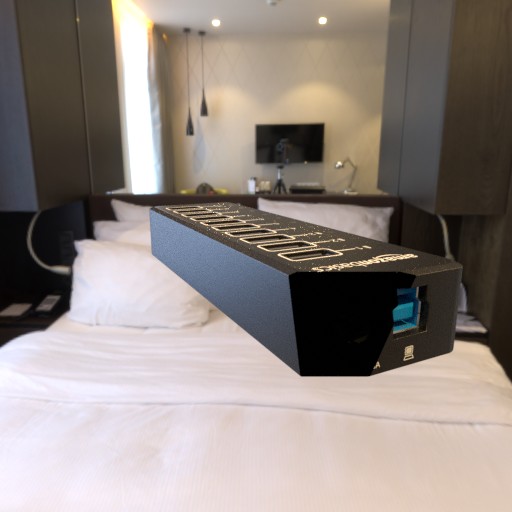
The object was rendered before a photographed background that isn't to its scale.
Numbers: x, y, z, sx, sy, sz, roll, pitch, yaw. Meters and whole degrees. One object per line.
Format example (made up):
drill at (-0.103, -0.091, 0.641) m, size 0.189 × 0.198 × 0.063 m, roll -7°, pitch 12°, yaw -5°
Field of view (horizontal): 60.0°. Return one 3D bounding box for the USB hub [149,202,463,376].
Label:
USB hub at (0.000, 0.000, 0.164) m, size 0.044 × 0.023 × 0.145 m, roll -7°, pitch 15°, yaw -26°
